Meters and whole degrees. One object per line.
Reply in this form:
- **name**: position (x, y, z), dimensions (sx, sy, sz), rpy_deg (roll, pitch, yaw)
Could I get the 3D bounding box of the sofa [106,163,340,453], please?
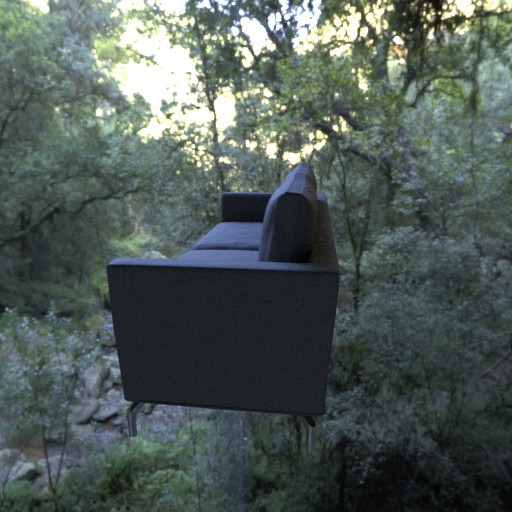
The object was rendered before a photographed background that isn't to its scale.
- **sofa**: position (0.000, 0.000, 2.672), dimensions (0.869, 1.002, 2.212), rpy_deg (2, 15, 7)
